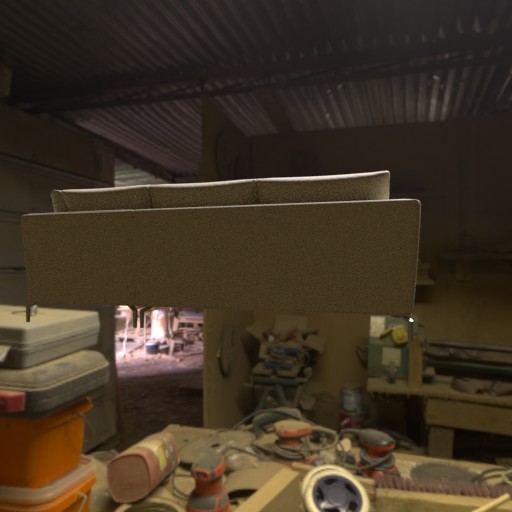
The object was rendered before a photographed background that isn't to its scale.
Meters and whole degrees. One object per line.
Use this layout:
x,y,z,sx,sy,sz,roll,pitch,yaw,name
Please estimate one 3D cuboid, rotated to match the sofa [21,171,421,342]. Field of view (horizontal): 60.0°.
0.000,0.000,3.626,2.430,0.867,2.448,0,-1,18,sofa
